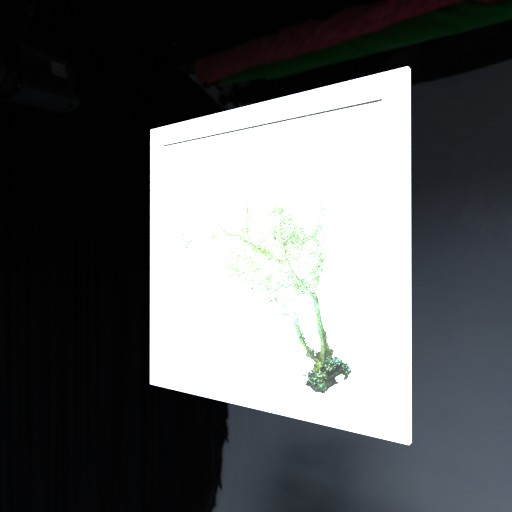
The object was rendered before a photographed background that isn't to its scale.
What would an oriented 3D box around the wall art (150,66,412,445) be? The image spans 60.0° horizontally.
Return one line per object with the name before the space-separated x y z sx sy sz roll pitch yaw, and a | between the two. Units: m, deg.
wall art | 0.000 0.000 0.859 0.584 0.584 0.013 0 -1 35
